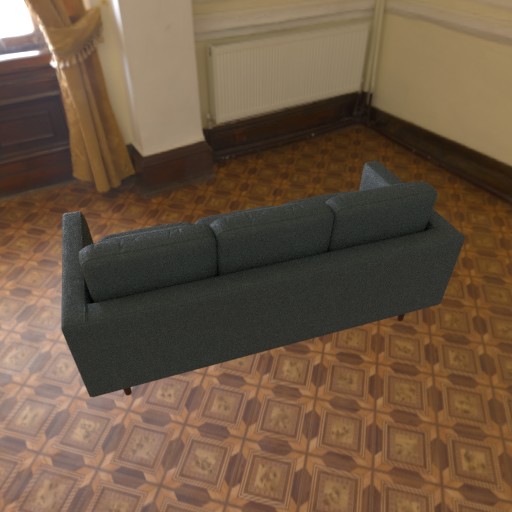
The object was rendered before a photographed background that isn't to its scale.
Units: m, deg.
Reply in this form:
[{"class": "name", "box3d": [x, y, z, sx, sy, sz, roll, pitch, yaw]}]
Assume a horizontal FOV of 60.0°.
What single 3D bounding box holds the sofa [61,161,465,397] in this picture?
[{"class": "sofa", "box3d": [0.000, 0.000, 2.568, 2.013, 0.945, 0.935, -12, 41, -14]}]
